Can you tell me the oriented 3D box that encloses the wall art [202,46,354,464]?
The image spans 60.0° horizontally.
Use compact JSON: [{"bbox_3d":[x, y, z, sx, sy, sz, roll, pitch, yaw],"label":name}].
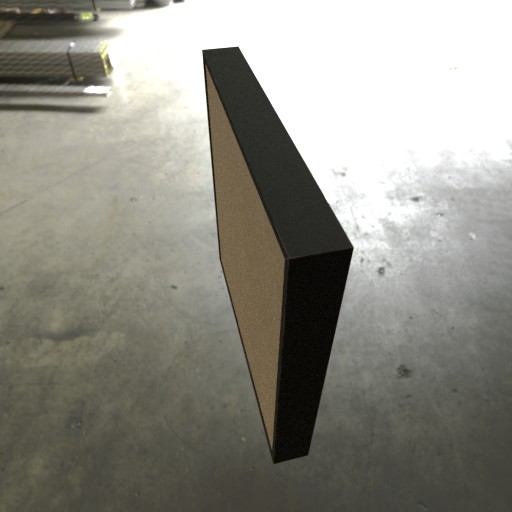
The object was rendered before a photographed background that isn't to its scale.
[{"bbox_3d":[0.000,0.000,0.457,0.038,0.305,0.305,-10,46,-10],"label":"wall art"}]
